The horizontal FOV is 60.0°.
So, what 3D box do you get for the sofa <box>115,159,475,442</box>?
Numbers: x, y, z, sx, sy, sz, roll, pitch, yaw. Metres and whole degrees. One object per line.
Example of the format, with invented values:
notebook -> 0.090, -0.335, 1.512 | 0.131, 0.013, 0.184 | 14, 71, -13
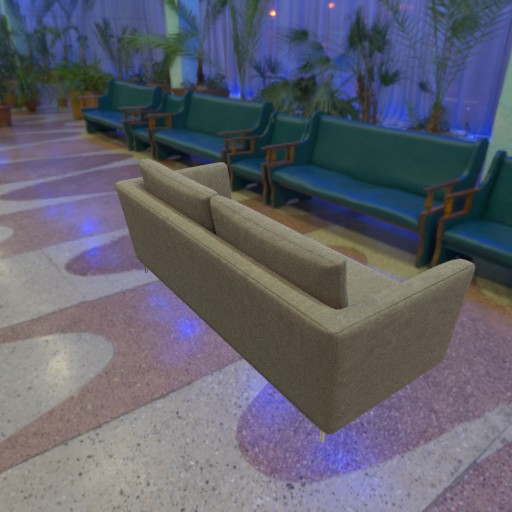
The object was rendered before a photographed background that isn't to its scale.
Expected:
sofa -> 0.000, 0.000, 2.594 | 0.889, 0.864, 2.121 | -18, 32, -32
